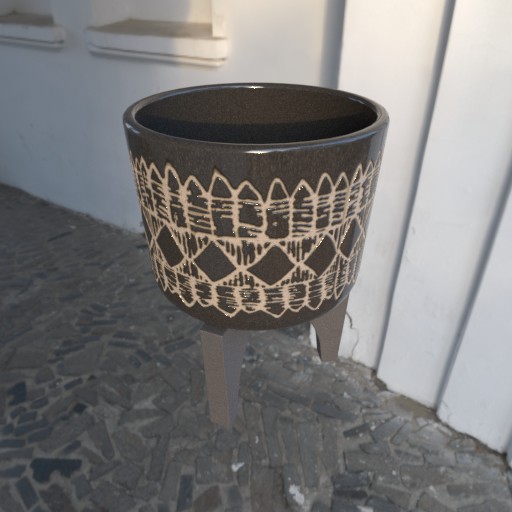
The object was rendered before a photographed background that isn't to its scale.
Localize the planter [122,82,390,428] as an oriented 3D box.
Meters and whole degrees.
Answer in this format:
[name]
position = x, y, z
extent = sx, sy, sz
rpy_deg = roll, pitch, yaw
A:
[planter]
position = 0.000, 0.000, 0.402
extent = 0.196, 0.264, 0.196
rpy_deg = -22, 38, -31
